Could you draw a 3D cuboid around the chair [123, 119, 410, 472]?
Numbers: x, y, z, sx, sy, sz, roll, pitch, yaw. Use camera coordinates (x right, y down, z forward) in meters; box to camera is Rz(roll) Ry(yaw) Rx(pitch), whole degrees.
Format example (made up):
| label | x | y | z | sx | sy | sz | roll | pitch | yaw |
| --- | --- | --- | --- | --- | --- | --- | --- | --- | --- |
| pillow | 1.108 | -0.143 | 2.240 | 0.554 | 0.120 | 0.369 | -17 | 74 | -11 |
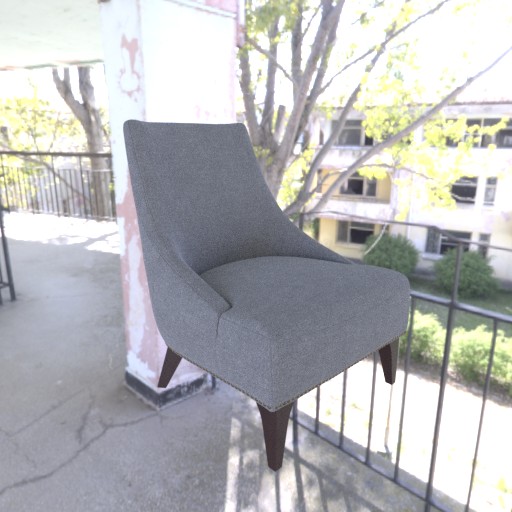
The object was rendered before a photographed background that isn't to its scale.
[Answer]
| label | x | y | z | sx | sy | sz | roll | pitch | yaw |
| --- | --- | --- | --- | --- | --- | --- | --- | --- | --- |
| chair | 0.000 | 0.000 | 1.533 | 0.701 | 0.909 | 0.861 | -14 | 20 | -43 |
